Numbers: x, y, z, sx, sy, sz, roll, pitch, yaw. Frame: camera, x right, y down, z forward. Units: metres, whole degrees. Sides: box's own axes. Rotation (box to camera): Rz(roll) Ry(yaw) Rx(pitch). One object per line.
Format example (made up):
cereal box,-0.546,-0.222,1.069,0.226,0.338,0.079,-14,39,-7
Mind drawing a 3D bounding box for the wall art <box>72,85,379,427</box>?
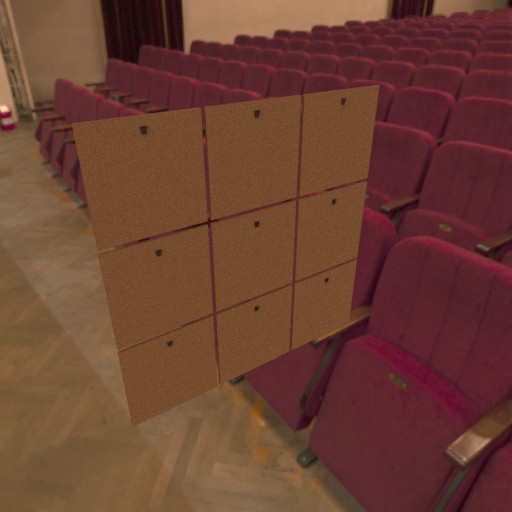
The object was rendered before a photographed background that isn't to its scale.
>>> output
wall art,0.000,0.000,2.283,1.533,1.532,0.019,-18,34,-29
